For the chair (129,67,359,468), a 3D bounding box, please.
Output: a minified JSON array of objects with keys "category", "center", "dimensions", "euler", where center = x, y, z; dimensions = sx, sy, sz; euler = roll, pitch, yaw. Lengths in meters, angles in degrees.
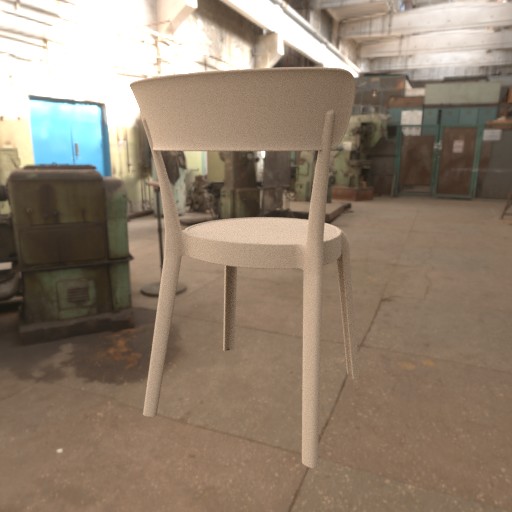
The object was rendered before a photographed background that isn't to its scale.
[{"category":"chair","center":[0.000,0.000,1.096],"dimensions":[0.506,0.790,0.491],"euler":[6,15,25]}]
